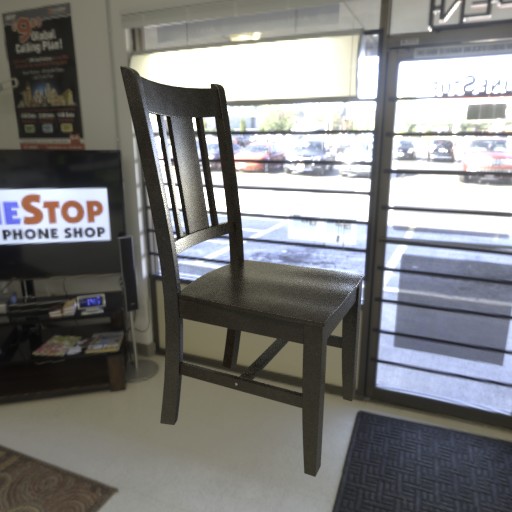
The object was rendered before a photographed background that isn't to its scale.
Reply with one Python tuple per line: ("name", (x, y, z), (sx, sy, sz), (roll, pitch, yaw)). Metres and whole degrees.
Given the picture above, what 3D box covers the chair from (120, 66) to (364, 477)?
("chair", (0.000, 0.000, 1.284), (0.555, 0.998, 0.450), (7, 17, 25))
